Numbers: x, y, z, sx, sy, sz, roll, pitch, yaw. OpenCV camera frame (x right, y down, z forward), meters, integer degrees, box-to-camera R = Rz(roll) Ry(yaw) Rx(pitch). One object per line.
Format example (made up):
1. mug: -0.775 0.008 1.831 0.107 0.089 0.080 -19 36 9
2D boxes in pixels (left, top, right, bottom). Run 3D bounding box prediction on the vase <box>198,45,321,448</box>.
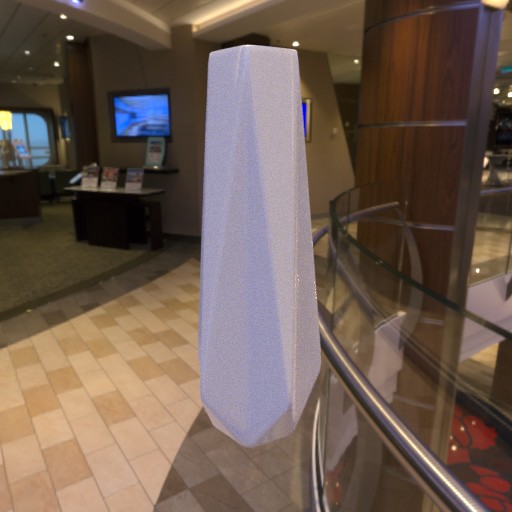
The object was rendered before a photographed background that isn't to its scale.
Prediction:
1. vase: 0.000 0.000 0.393 0.122 0.329 0.116 2 15 9
